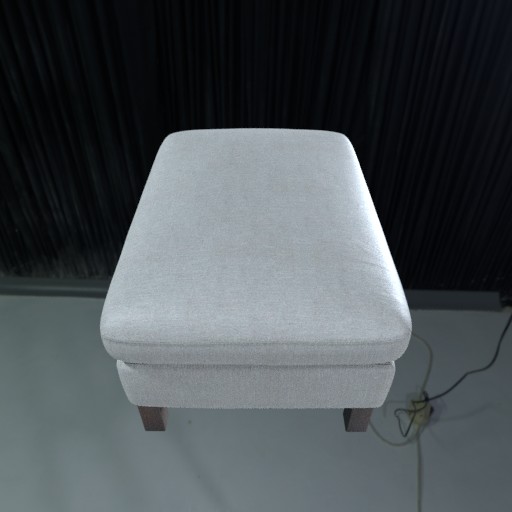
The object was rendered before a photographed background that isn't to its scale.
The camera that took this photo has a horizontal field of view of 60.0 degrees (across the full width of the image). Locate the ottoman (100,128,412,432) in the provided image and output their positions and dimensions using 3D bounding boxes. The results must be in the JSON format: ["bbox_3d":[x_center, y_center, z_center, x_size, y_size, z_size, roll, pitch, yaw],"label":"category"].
[{"bbox_3d":[0.000,0.000,1.057,0.528,0.404,0.735,0,41,0],"label":"ottoman"}]
